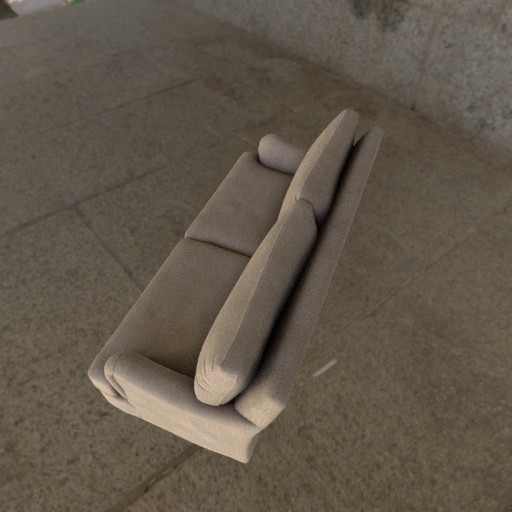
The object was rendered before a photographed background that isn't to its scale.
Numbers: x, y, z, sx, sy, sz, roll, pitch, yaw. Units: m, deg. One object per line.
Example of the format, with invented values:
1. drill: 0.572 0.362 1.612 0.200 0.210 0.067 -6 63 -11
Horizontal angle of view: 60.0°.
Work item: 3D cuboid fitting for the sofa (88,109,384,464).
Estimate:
1. sofa: 0.000 0.000 2.794 1.069 1.096 2.193 16 49 14
